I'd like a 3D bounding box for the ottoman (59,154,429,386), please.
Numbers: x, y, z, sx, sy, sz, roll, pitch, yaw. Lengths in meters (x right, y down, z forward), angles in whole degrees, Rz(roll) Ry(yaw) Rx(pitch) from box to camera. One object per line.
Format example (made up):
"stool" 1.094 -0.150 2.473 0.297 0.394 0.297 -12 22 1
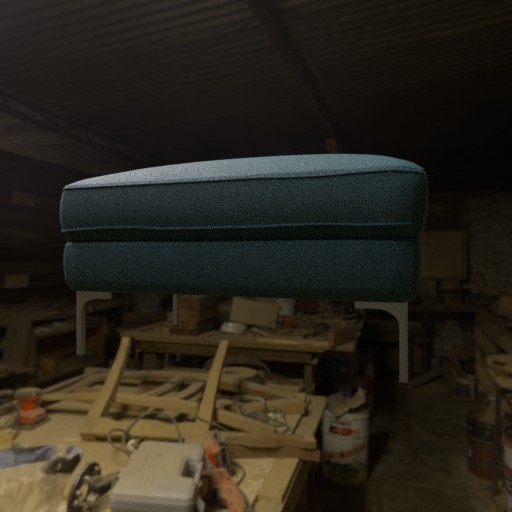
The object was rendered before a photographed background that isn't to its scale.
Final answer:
"ottoman" 0.000 0.000 1.210 0.856 0.498 0.563 0 0 18
